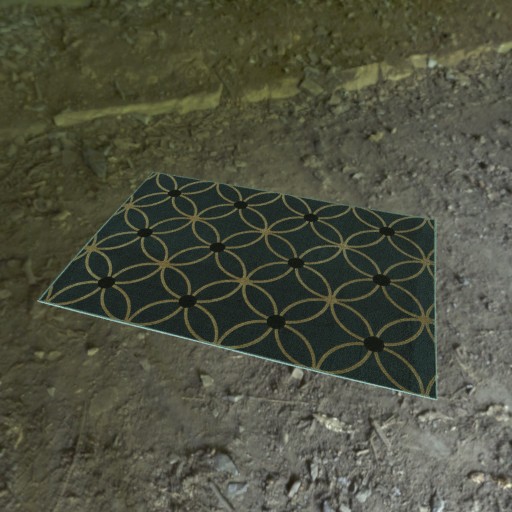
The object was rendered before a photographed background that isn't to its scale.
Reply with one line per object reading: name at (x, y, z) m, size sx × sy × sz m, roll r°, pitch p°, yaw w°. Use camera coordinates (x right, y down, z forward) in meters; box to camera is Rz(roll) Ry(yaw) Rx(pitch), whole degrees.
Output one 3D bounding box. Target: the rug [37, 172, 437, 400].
rug at (0.000, 0.000, 2.929) m, size 2.284 × 0.008 × 1.522 m, roll 11°, pitch 43°, yaw 12°
